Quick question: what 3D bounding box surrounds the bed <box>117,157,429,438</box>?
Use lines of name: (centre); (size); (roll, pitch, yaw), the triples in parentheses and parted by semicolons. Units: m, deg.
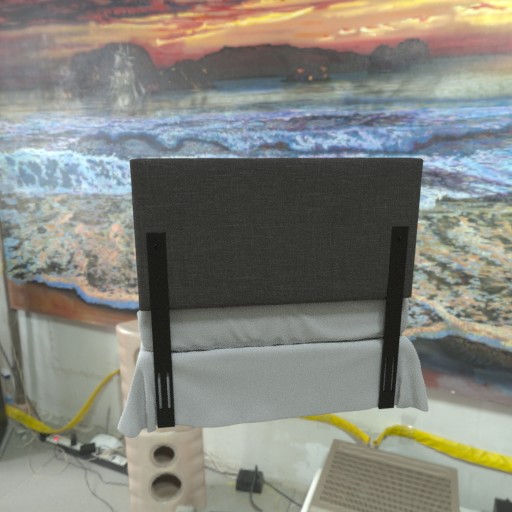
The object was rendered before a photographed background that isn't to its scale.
bed: (0.000, 0.000, 3.550); (1.936, 1.577, 2.222); (-2, 14, -8)
